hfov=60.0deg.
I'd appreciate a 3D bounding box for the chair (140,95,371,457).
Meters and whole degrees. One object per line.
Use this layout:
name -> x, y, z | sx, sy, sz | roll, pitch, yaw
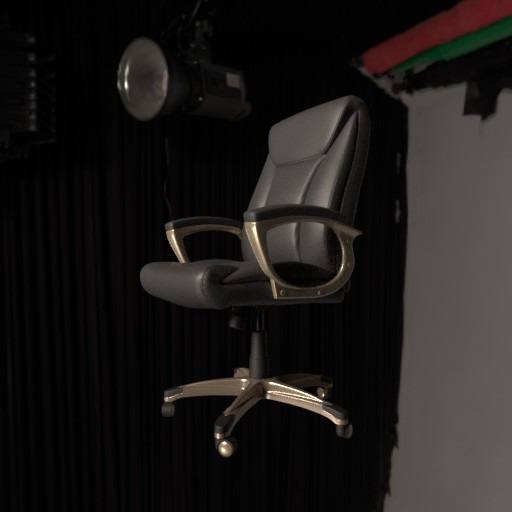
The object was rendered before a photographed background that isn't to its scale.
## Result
chair -> 0.000, 0.000, 1.641 | 0.748, 1.188, 0.694 | 0, 0, -36
